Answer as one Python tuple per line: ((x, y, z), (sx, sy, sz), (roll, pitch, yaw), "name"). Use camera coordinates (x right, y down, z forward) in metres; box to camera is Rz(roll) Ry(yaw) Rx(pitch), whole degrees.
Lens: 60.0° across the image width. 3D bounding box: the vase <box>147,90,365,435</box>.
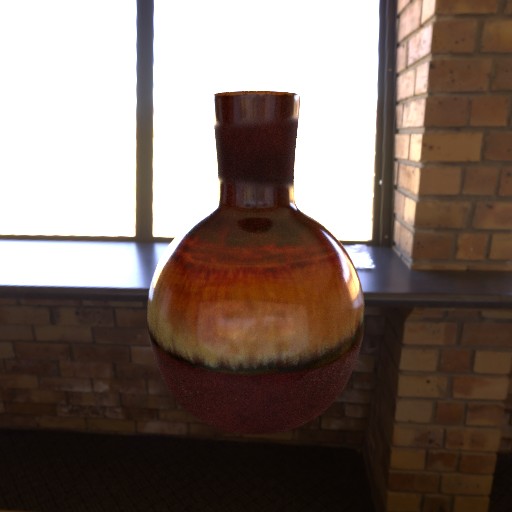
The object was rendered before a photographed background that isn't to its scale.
((0.000, 0.000, 0.225), (0.111, 0.154, 0.111), (0, 15, 0), "vase")
